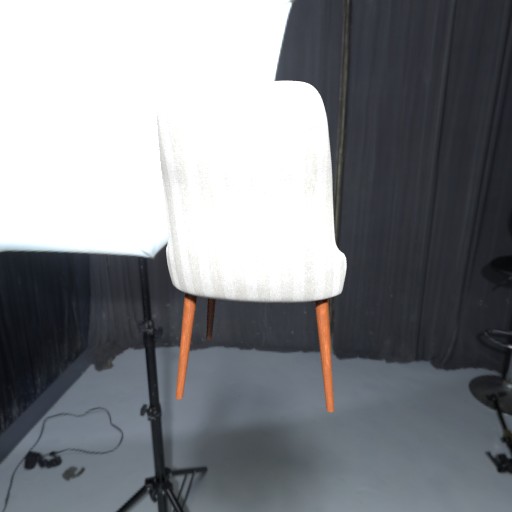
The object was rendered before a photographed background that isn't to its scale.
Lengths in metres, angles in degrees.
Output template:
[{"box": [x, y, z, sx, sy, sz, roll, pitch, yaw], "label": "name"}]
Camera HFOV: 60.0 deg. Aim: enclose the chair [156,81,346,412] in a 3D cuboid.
[{"box": [0.000, 0.000, 1.314, 0.526, 0.917, 0.684, 2, 17, 7], "label": "chair"}]
